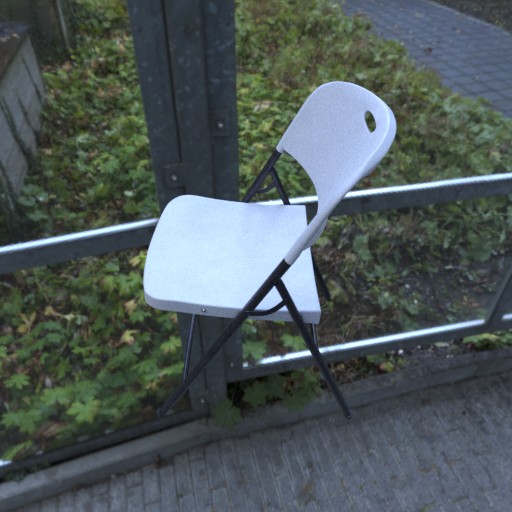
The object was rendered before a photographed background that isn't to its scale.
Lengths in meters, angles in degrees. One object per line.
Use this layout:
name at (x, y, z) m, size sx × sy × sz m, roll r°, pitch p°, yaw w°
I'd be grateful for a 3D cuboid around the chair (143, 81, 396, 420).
chair at (0.000, 0.000, 1.178) m, size 0.566 × 0.810 × 0.494 m, roll 0°, pitch 41°, yaw 0°
